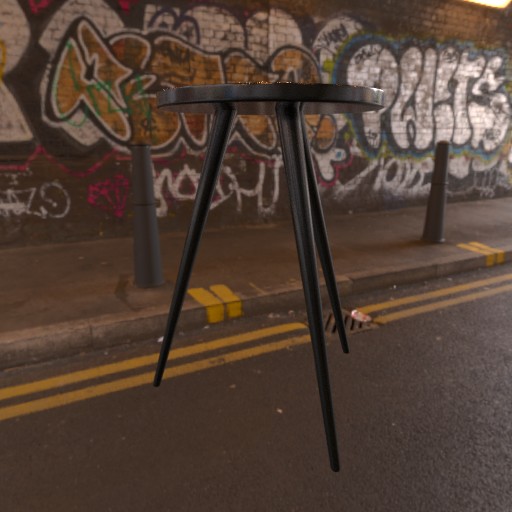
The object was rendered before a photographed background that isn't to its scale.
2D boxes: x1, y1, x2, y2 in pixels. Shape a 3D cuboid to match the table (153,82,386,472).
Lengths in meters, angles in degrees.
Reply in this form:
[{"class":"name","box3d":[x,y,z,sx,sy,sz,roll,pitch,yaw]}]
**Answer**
[{"class":"table","box3d":[0.000,0.000,0.804,0.415,0.548,0.403,3,15,10]}]
